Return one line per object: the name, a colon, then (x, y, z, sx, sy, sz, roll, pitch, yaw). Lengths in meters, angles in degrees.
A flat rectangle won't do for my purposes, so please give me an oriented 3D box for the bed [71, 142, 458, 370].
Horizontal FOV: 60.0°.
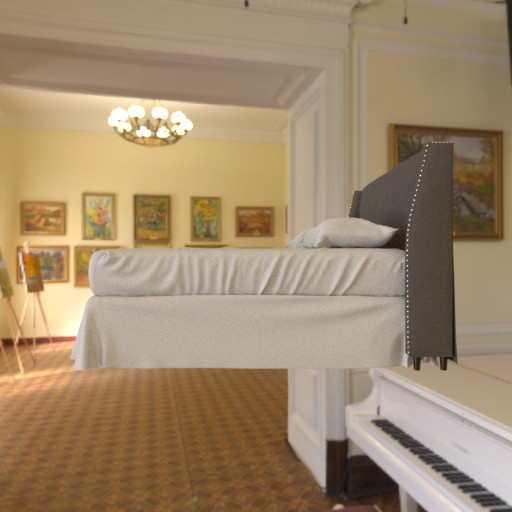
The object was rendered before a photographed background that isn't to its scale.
bed: (0.000, 0.000, 3.454, 2.276, 1.332, 1.925, 0, 0, 0)
